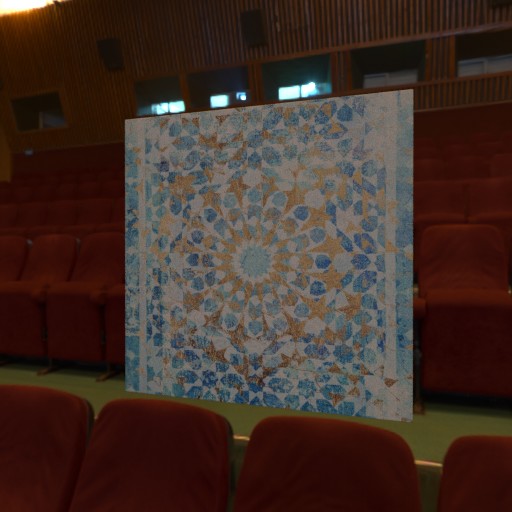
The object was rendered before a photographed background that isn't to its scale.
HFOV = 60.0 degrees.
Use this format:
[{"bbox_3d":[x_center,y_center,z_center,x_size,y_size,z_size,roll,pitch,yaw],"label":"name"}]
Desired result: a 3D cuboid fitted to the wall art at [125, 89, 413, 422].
[{"bbox_3d":[0.000,0.000,1.374,0.916,0.916,0.040,0,0,18],"label":"wall art"}]
